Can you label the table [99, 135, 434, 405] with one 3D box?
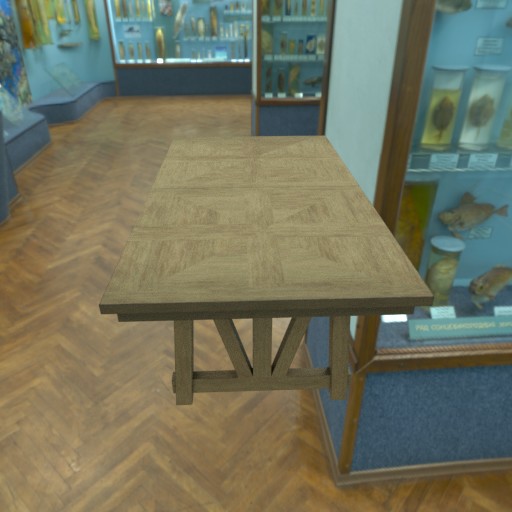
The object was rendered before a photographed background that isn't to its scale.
[{"bbox_3d":[0.000,0.000,2.344,1.016,0.768,1.881,-1,30,-2],"label":"table"}]
